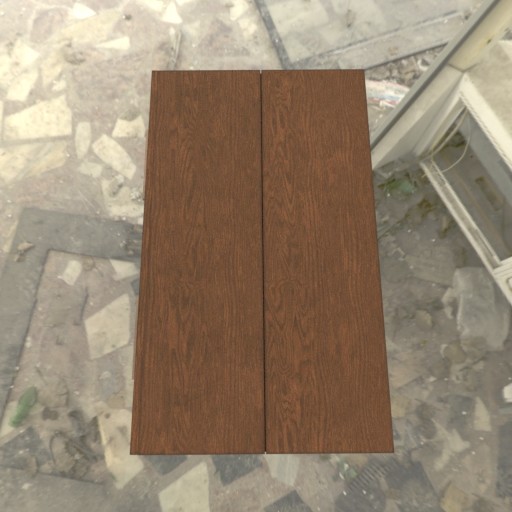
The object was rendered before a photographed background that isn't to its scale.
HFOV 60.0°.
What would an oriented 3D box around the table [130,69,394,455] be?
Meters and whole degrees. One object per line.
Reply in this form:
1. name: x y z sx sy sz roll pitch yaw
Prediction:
1. table: 0.000 0.000 1.483 0.719 0.361 1.167 0 76 0
